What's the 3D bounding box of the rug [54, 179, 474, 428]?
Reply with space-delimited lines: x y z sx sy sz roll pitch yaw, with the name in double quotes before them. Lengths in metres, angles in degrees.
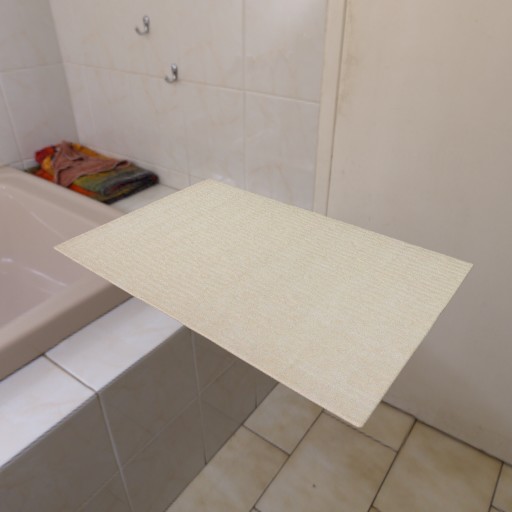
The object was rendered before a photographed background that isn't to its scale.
"rug" 0.000 0.000 2.322 1.848 0.014 1.238 23 39 32
